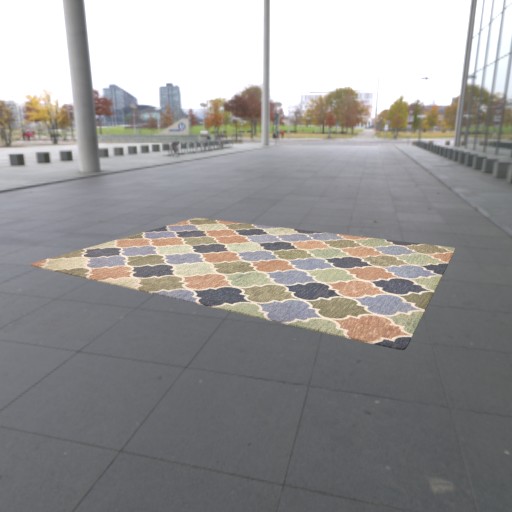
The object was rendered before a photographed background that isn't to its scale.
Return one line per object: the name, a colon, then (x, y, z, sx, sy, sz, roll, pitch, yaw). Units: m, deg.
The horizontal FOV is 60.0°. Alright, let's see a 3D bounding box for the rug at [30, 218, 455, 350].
rug: (0.000, 0.000, 4.149, 3.200, 0.013, 2.439, 9, 18, 28)
